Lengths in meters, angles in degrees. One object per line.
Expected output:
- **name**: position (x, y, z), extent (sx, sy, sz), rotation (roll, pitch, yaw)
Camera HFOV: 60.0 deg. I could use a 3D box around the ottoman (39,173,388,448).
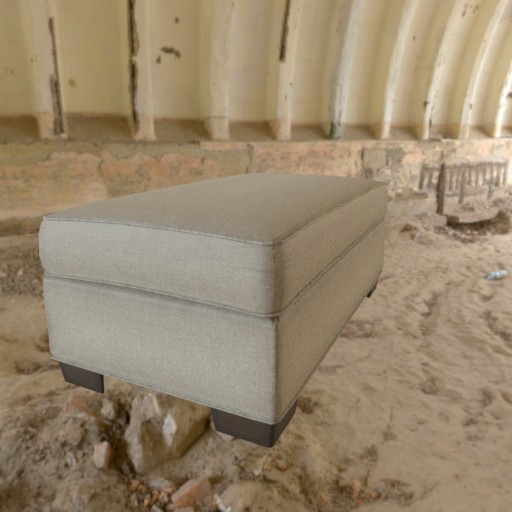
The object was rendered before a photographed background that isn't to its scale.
- **ottoman**: position (0.000, 0.000, 1.393), extent (0.617, 0.461, 1.097), rotation (7, 17, 25)
